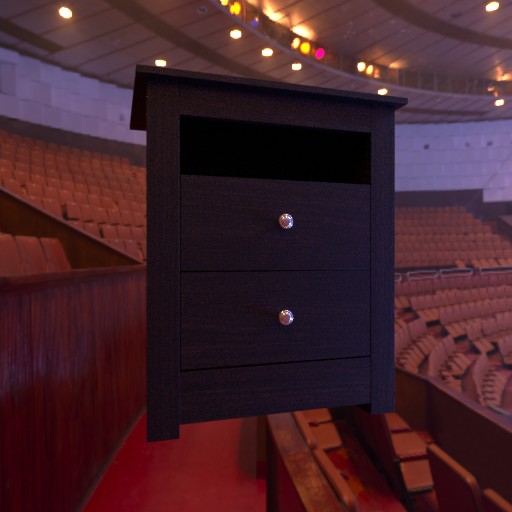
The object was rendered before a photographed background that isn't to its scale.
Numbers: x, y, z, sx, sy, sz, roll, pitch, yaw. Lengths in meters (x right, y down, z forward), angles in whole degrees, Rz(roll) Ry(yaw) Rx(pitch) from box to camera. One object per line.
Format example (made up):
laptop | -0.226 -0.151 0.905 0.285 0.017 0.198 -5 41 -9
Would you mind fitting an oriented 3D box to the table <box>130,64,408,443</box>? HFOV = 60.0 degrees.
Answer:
table | 0.000 0.000 1.099 0.591 0.711 0.406 0 0 -18
